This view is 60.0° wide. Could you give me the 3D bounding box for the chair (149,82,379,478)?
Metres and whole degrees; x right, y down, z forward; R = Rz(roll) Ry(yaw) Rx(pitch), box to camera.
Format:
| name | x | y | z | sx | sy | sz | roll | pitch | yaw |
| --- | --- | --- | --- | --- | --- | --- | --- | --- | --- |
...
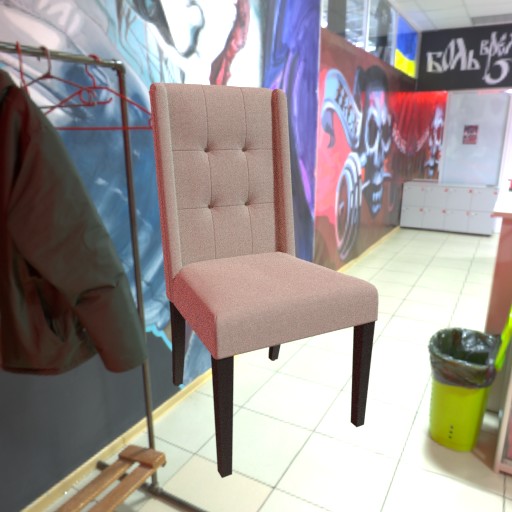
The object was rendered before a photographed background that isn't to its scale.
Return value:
| name | x | y | z | sx | sy | sz | roll | pitch | yaw |
| --- | --- | --- | --- | --- | --- | --- | --- | --- | --- |
| chair | 0.000 | 0.000 | 1.271 | 0.474 | 0.961 | 0.523 | -8 | 17 | -27 |
